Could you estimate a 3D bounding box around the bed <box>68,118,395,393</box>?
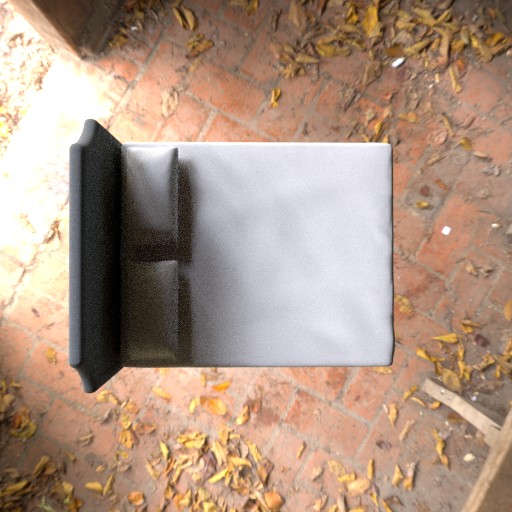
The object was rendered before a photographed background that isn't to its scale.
[{"bbox_3d":[0.000,0.000,3.298,2.259,1.296,1.811,0,90,-1],"label":"bed"}]
